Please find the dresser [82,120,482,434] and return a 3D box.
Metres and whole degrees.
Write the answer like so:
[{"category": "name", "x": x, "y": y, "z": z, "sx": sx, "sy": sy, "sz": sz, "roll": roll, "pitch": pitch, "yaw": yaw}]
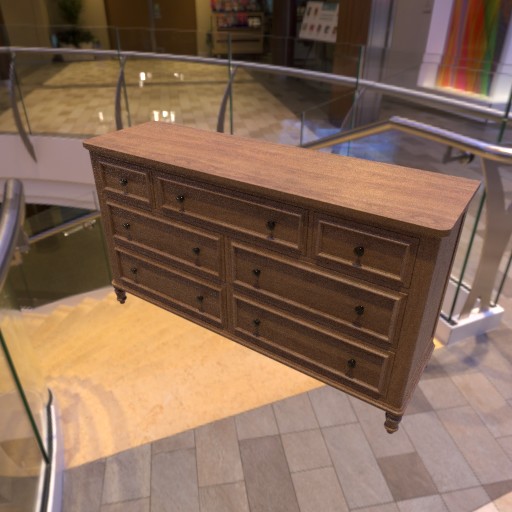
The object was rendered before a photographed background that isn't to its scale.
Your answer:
[{"category": "dresser", "x": 0.000, "y": 0.000, "z": 1.985, "sx": 1.583, "sy": 0.892, "sz": 0.468, "roll": 19, "pitch": 35, "yaw": 29}]
